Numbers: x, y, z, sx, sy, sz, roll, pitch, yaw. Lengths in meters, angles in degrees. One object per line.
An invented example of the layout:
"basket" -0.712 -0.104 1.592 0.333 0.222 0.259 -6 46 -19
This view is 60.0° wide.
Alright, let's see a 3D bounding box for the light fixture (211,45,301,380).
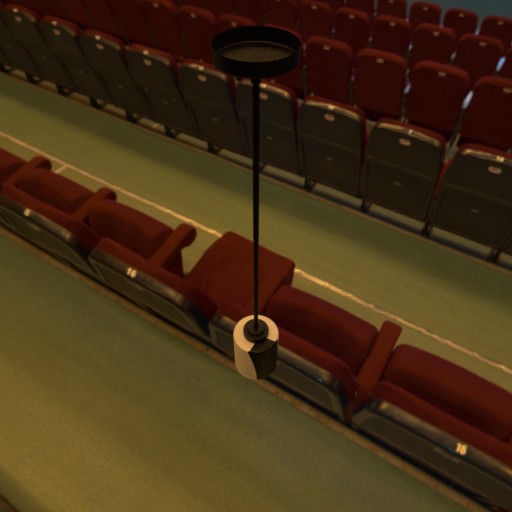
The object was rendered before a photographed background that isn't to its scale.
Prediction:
"light fixture" 0.000 0.000 0.927 0.123 0.863 0.123 24 52 21
